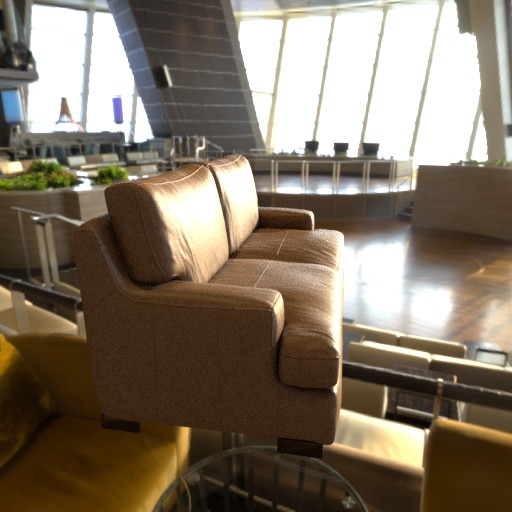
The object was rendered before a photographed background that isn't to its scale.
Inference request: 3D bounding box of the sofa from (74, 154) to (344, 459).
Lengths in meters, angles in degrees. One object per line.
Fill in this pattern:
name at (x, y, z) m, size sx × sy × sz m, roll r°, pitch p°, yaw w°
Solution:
sofa at (0.000, 0.000, 2.393) m, size 0.962 × 0.980 × 1.855 m, roll 3°, pitch 17°, yaw 11°
